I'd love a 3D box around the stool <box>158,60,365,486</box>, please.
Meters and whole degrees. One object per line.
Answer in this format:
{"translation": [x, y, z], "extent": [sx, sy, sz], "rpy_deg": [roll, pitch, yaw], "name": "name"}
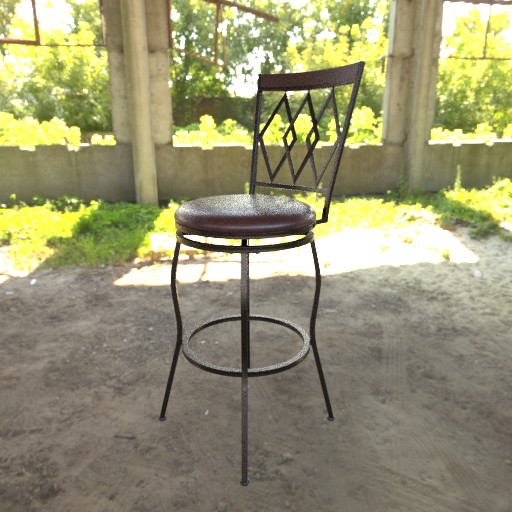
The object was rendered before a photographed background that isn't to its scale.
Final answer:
{"translation": [0.000, 0.000, 1.388], "extent": [0.432, 1.134, 0.521], "rpy_deg": [15, 21, 43], "name": "stool"}
